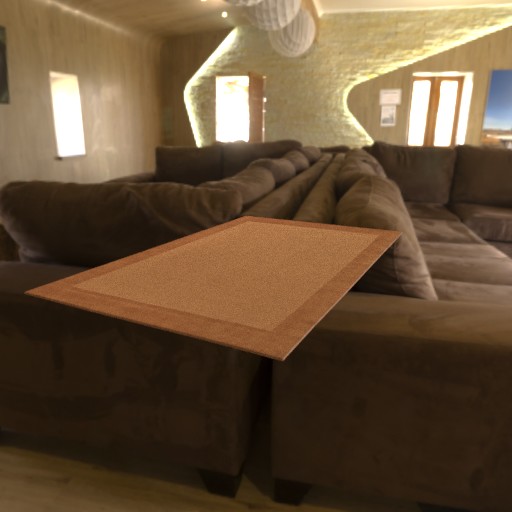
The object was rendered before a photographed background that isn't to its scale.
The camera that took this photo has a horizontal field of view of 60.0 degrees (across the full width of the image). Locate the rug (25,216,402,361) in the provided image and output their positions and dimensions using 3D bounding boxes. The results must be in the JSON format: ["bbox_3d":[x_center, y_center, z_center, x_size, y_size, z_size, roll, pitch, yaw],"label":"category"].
[{"bbox_3d":[0.000,0.000,3.064,1.524,0.014,2.438,8,18,27],"label":"rug"}]
